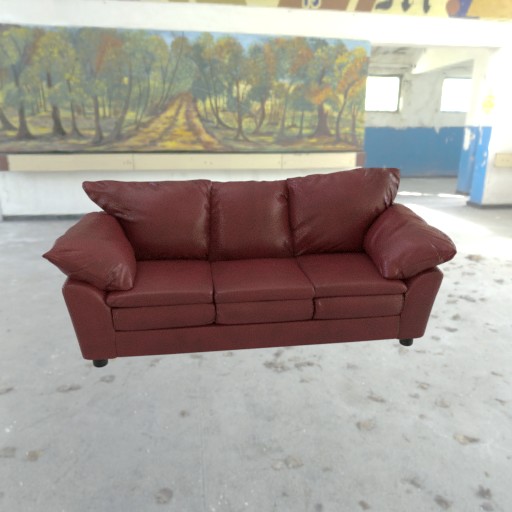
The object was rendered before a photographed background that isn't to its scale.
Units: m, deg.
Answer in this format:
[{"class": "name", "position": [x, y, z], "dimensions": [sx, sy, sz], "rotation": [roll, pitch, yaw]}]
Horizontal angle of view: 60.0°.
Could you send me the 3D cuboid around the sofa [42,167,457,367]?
[{"class": "sofa", "position": [0.000, 0.000, 2.937], "dimensions": [2.390, 1.091, 0.907], "rotation": [-2, 16, -8]}]
